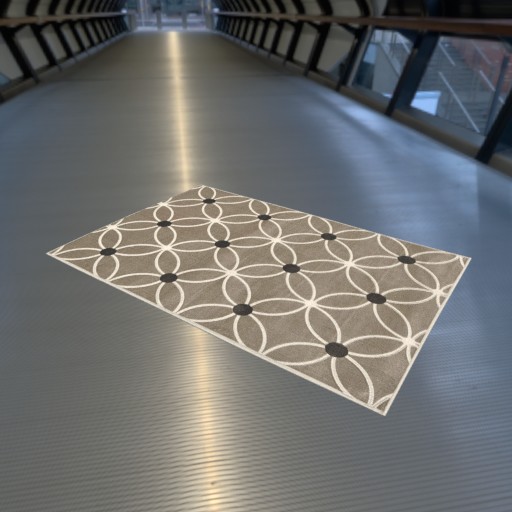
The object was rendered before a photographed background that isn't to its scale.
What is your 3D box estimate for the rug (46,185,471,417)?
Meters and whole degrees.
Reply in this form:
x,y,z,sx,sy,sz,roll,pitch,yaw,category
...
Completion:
x,y,z,sx,sy,sz,roll,pitch,yaw,category
0.000,0.000,2.845,2.284,0.008,1.522,19,35,30,rug
